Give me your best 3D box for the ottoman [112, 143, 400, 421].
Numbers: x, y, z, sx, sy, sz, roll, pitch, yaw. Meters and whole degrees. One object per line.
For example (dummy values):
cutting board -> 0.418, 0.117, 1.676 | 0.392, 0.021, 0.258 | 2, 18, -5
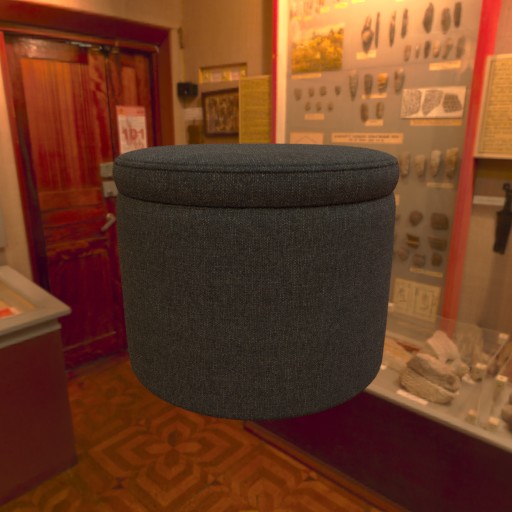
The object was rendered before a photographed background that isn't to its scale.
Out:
ottoman -> 0.000, 0.000, 0.885 | 0.520, 0.430, 0.520 | 0, 16, 0
